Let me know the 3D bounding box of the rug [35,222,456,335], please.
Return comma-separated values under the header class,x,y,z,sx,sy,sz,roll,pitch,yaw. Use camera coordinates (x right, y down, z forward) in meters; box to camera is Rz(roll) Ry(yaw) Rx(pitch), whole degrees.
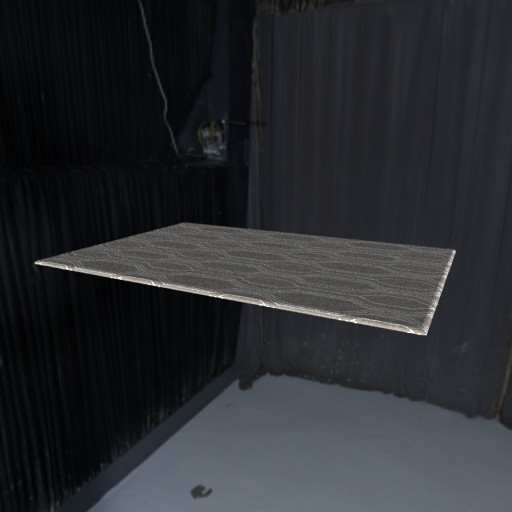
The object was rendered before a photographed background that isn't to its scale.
class,x,y,z,sx,sy,sz,roll,pitch,yaw
rug,0.000,0.000,2.317,1.836,0.012,1.239,7,16,27
